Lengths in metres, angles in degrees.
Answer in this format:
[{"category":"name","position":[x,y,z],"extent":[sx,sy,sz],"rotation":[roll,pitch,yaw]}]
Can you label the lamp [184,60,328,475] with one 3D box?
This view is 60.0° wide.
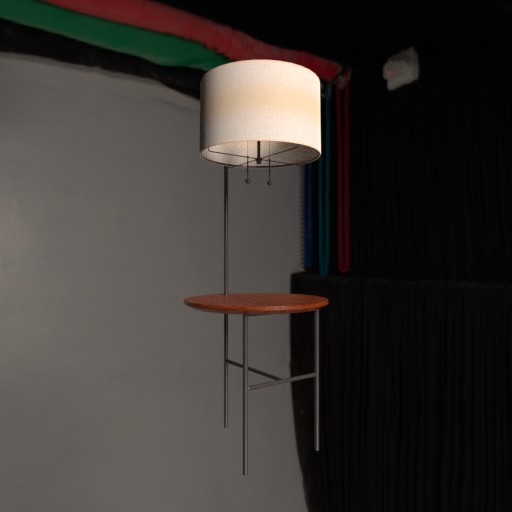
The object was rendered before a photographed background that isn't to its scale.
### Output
[{"category":"lamp","position":[0.000,0.000,1.779],"extent":[0.573,1.517,0.573],"rotation":[0,0,0]}]
